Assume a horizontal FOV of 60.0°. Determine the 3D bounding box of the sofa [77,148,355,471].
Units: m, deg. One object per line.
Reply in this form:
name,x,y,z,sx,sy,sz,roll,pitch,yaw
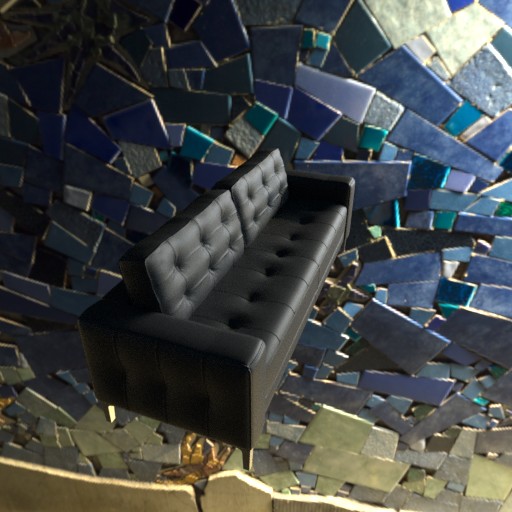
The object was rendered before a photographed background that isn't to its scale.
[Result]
sofa,0.000,0.000,2.773,0.833,0.893,2.275,11,31,18
